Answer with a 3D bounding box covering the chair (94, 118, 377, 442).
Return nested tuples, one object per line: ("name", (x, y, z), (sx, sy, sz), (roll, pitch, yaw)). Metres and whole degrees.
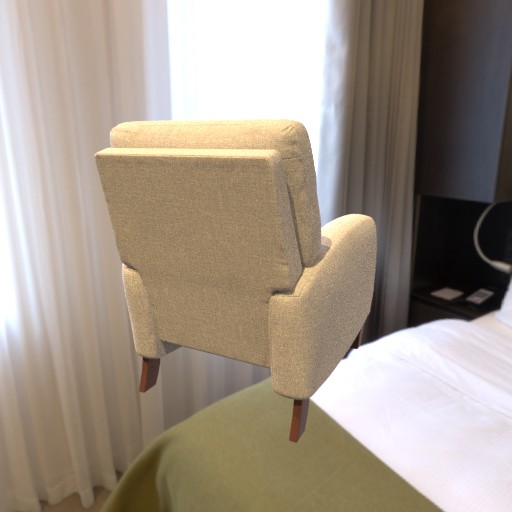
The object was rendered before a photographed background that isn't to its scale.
("chair", (0.000, 0.000, 1.727), (0.762, 0.990, 0.990), (8, 17, 26))
